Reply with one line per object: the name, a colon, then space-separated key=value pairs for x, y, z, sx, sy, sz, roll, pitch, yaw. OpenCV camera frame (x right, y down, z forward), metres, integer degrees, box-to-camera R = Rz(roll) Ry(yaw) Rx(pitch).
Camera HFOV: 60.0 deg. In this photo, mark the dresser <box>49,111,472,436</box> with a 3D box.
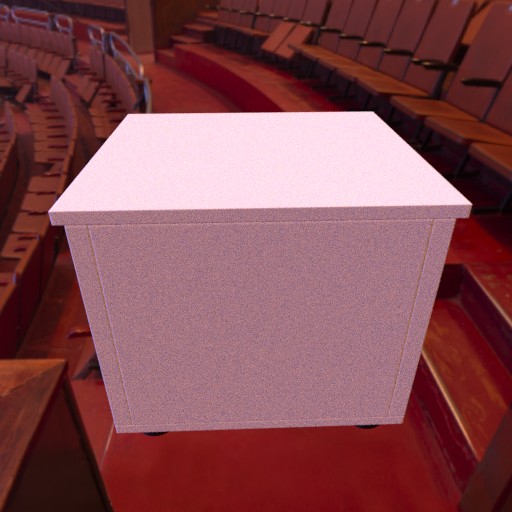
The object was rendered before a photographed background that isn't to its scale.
dresser: x=0.000 y=0.000 z=0.712 sx=0.430 sy=0.360 sz=0.400 roll=-1 pitch=32 yaw=-2
